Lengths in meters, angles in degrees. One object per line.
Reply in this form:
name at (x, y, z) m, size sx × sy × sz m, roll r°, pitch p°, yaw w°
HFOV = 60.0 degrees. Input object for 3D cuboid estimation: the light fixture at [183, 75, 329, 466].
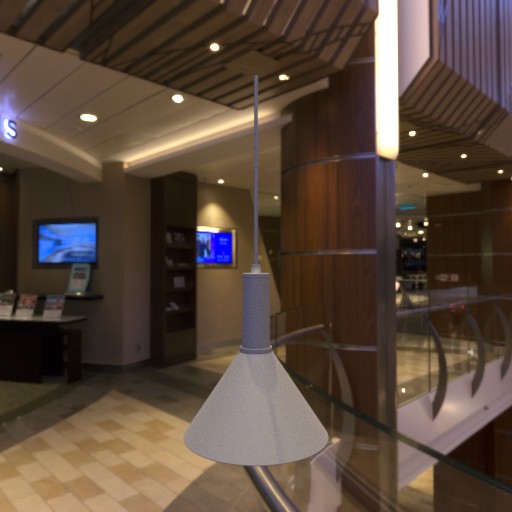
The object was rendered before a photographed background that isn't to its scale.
light fixture at (0.000, 0.000, 0.832) m, size 0.267 × 0.683 × 0.267 m, roll 0°, pitch -1°, yaw 0°
